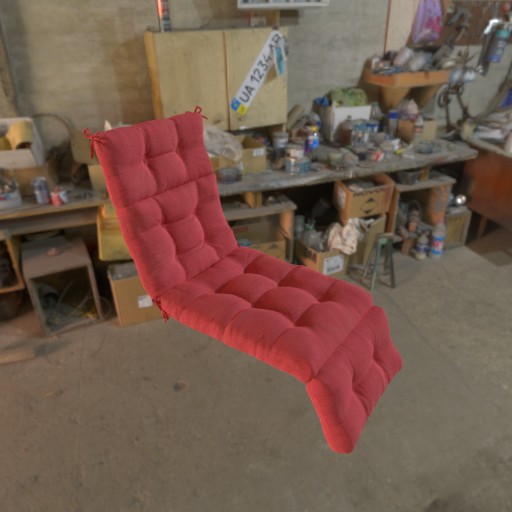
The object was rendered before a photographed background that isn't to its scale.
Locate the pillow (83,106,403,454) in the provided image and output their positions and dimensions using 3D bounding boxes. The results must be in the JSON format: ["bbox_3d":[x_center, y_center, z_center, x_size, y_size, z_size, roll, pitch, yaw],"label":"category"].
[{"bbox_3d":[0.000,0.000,1.538,1.016,0.863,0.526,18,33,30],"label":"pillow"}]
